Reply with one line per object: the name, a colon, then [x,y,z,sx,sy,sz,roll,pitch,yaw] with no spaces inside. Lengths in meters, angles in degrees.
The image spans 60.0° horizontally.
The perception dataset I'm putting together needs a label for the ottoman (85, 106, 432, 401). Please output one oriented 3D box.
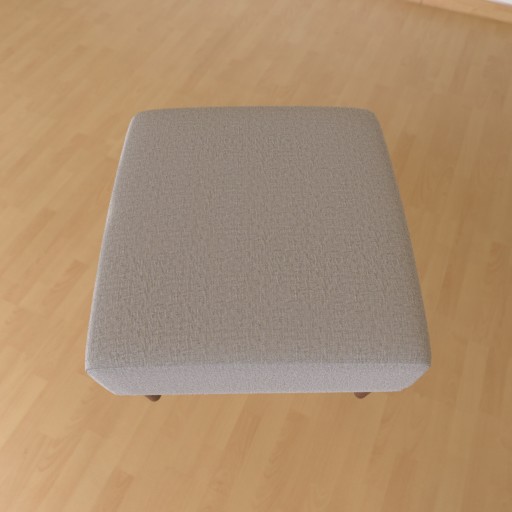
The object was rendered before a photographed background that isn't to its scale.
ottoman: [0.000,0.000,1.069,0.648,0.399,0.655,-1,58,0]
